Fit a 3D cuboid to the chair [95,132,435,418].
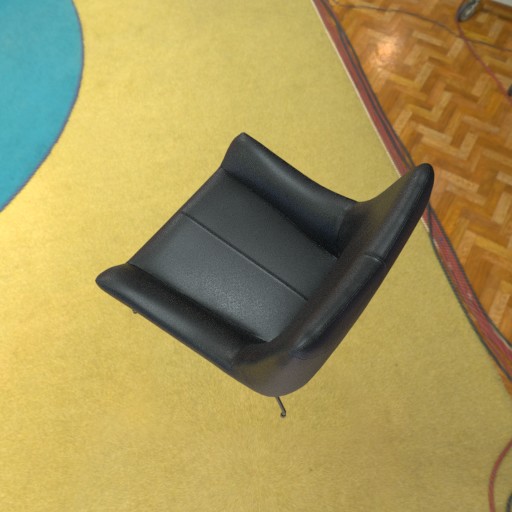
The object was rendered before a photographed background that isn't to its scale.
[{"bbox_3d":[0.000,0.000,1.575,0.826,0.922,0.836,34,68,16],"label":"chair"}]
